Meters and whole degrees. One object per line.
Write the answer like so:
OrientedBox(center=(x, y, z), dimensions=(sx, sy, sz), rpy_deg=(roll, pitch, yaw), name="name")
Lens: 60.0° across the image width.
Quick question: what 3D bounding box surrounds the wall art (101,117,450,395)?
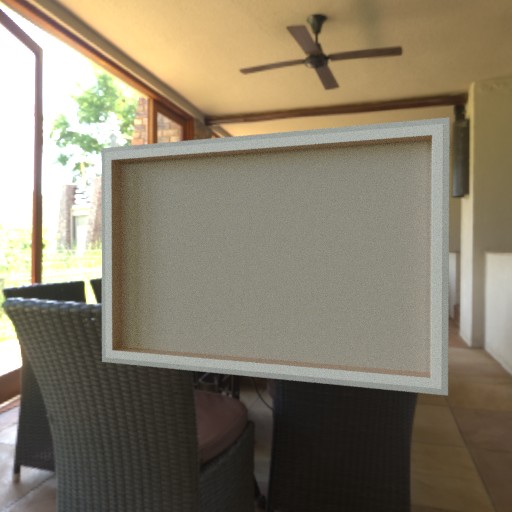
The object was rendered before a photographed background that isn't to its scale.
OrientedBox(center=(0.000, 0.000, 0.764), dimensions=(0.609, 0.407, 0.038), rpy_deg=(0, 1, 19), name="wall art")
